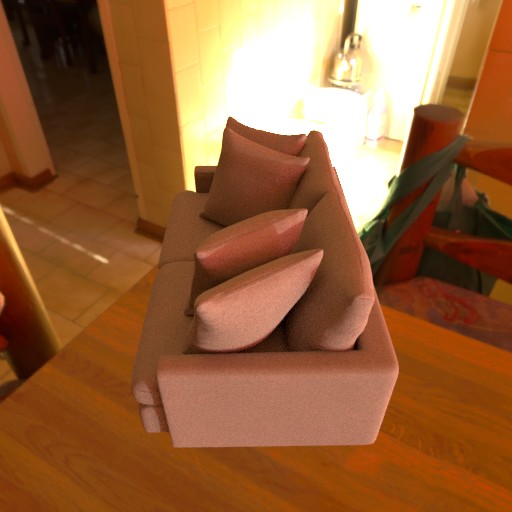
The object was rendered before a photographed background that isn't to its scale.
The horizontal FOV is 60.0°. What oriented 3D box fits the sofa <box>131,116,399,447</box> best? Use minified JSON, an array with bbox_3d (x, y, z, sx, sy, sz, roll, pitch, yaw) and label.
[{"bbox_3d":[0.000,0.000,2.663,1.228,1.080,1.869,-1,40,-1],"label":"sofa"}]
